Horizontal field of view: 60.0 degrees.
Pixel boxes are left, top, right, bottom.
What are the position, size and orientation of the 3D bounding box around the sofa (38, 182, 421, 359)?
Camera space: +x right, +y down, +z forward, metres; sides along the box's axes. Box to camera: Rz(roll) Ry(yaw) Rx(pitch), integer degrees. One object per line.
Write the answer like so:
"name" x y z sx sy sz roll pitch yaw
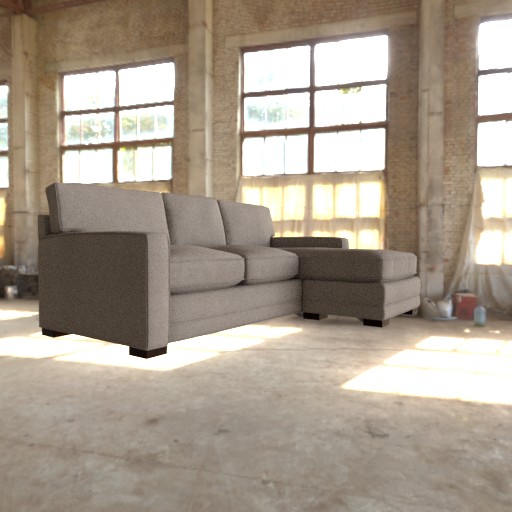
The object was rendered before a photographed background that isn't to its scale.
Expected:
"sofa" 0.000 0.000 2.861 1.496 0.861 2.087 1 2 36
